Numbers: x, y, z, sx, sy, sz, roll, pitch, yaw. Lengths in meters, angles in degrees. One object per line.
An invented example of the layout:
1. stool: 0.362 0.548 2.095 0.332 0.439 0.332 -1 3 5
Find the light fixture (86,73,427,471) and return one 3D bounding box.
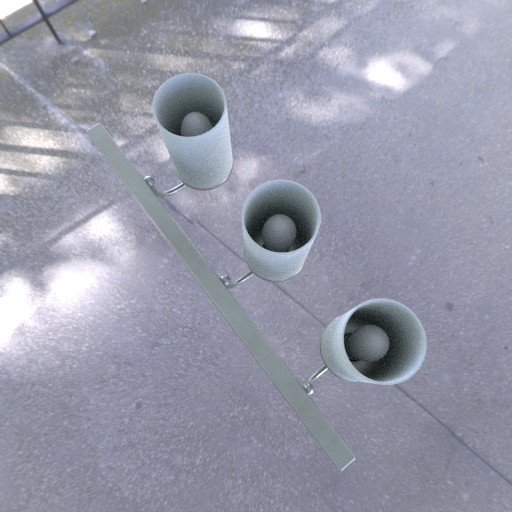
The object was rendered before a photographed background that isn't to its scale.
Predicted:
1. light fixture: 0.000 0.000 0.521 0.145 0.172 0.451 -37 79 -9
